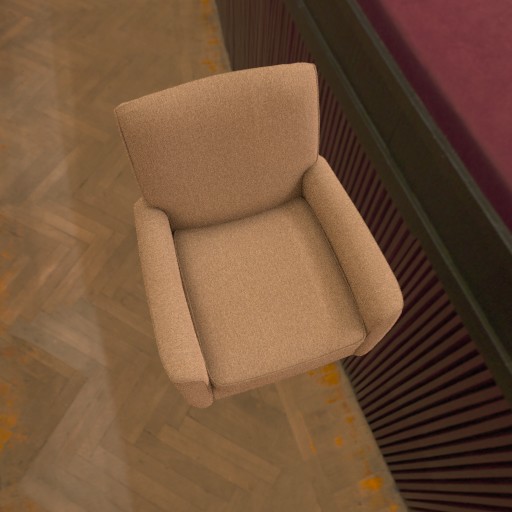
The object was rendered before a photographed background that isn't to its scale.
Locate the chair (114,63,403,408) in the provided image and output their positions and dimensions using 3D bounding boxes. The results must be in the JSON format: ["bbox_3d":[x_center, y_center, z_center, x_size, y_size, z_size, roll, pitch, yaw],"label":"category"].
[{"bbox_3d":[0.000,0.000,1.672,0.848,1.014,0.864,-16,64,-8],"label":"chair"}]
